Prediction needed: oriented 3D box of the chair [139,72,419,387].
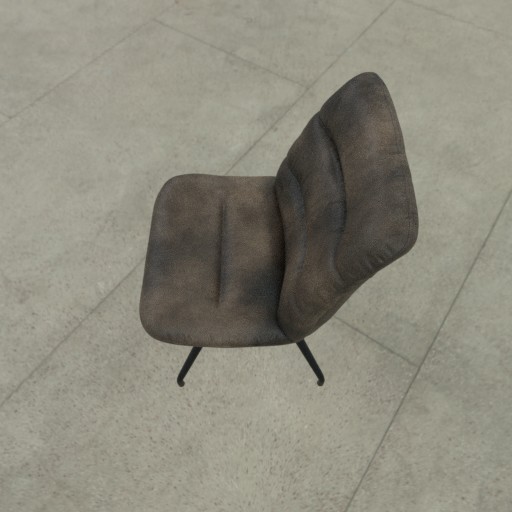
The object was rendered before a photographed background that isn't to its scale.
[{"bbox_3d":[0.000,0.000,1.248,0.622,0.870,0.549,0,59,0],"label":"chair"}]
